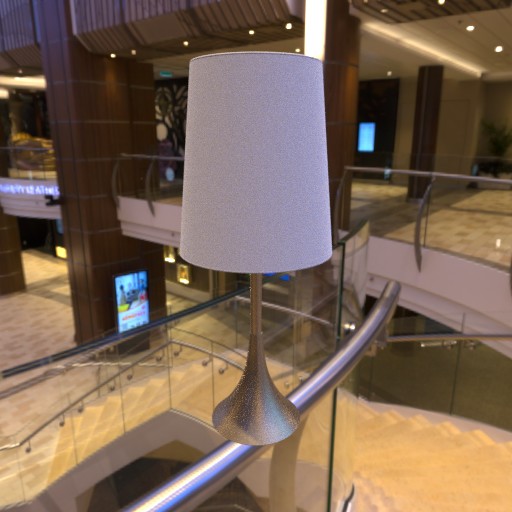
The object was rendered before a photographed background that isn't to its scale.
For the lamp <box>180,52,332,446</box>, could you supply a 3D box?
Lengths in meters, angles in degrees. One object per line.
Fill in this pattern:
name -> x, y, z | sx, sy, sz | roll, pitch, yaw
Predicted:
lamp -> 0.000, 0.000, 0.683 | 0.231, 0.569, 0.231 | 0, 16, 0
